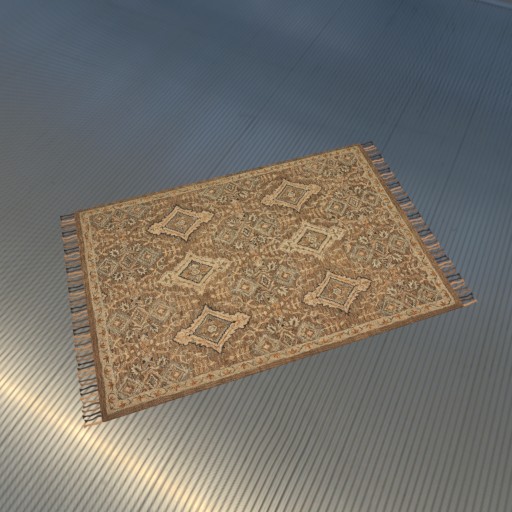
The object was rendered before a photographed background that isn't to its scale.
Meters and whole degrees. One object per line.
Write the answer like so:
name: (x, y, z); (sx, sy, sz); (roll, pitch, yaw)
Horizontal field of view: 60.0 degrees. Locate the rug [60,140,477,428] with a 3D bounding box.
rug: (0.000, 0.000, 2.964); (2.434, 0.010, 1.516); (-15, 59, -10)
